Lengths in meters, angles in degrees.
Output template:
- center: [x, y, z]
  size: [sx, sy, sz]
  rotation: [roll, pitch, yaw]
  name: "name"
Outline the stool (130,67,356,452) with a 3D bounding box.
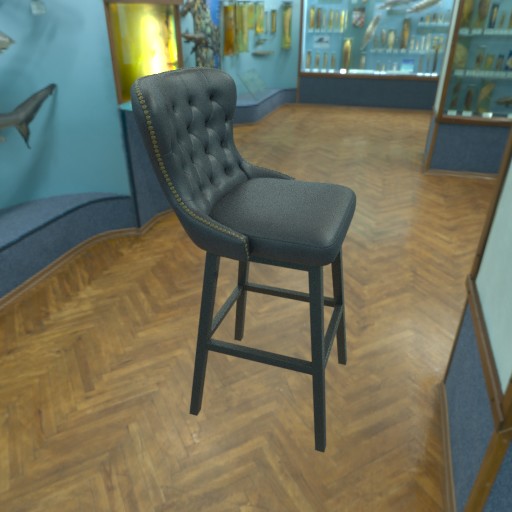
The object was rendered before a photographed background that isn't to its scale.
- center: [0.000, 0.000, 1.386]
  size: [0.601, 1.050, 0.528]
  rotation: [10, 30, 17]
  name: "stool"
